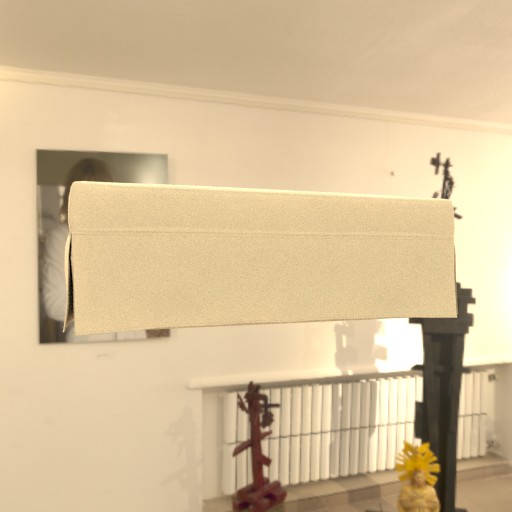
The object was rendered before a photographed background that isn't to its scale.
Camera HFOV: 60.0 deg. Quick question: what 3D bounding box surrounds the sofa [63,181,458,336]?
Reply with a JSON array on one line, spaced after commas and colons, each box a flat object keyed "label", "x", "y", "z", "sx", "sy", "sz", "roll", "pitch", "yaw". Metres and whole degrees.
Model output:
[{"label": "sofa", "x": 0.000, "y": 0.000, "z": 2.176, "sx": 1.677, "sy": 0.552, "sz": 0.939, "roll": 0, "pitch": 0, "yaw": -17}]
